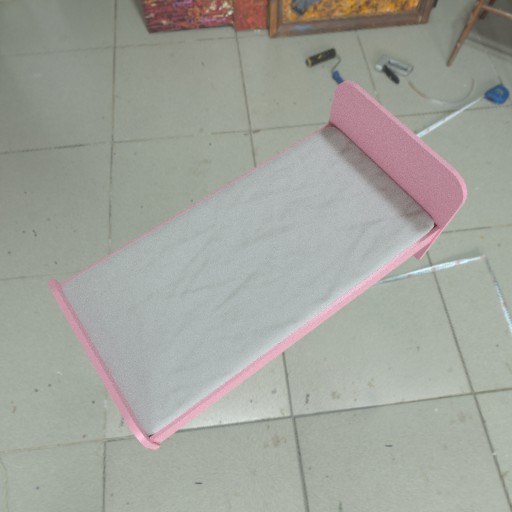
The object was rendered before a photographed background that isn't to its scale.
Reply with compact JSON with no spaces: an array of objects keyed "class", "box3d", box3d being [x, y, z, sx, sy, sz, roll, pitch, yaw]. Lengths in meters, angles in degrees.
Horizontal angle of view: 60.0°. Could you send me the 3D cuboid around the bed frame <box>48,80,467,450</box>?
[{"class":"bed frame","box3d":[0.000,0.000,2.468,1.963,0.805,0.998,-33,69,-15]}]
